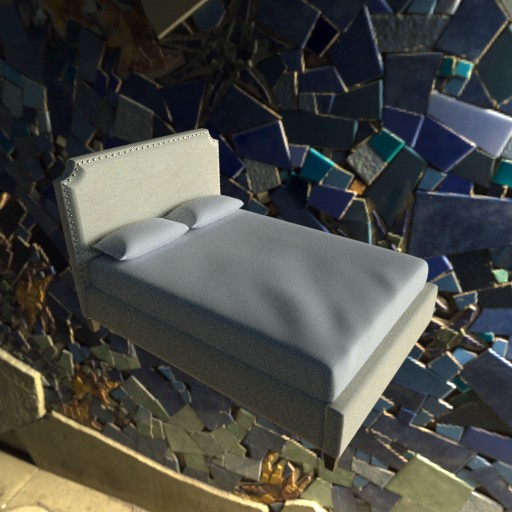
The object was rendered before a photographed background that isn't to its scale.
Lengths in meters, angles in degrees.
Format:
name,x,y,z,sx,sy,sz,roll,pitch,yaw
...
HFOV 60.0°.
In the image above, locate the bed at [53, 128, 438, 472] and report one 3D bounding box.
name,x,y,z,sx,sy,sz,roll,pitch,yaw
bed,0.000,0.000,3.435,2.381,1.457,1.713,19,32,32
